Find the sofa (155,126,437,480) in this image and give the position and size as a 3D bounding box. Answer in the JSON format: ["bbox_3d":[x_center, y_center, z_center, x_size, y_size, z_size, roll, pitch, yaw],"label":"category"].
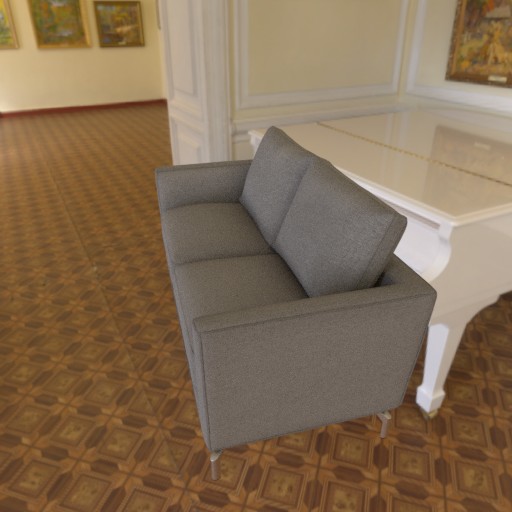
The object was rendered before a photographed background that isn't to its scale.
[{"bbox_3d":[0.000,0.000,2.109,0.803,0.924,1.594,-7,29,-13],"label":"sofa"}]
